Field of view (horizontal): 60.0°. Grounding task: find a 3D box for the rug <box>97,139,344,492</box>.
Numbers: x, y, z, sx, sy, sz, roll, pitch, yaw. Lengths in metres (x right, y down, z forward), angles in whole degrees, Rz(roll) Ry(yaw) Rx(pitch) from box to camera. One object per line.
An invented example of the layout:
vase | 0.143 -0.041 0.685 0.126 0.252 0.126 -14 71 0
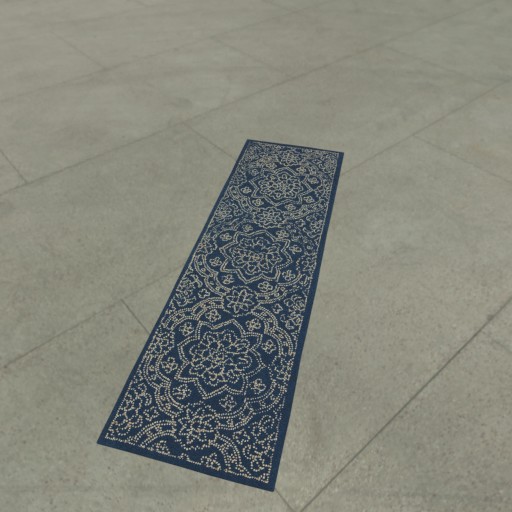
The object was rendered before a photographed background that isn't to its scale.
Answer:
rug | 0.000 0.000 2.614 0.769 0.012 2.448 10 47 10
